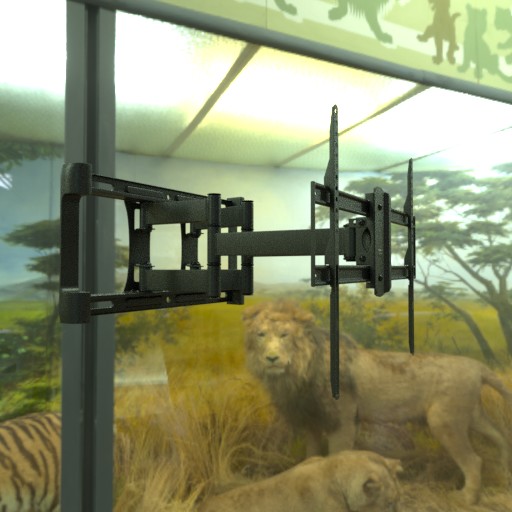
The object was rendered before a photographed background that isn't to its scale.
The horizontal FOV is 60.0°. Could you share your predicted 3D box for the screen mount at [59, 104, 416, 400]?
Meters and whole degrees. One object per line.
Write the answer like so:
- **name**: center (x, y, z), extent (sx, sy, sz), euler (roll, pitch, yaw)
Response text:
- **screen mount**: center (0.000, 0.000, 0.951), extent (0.556, 0.424, 0.571), euler (-1, -2, 35)
